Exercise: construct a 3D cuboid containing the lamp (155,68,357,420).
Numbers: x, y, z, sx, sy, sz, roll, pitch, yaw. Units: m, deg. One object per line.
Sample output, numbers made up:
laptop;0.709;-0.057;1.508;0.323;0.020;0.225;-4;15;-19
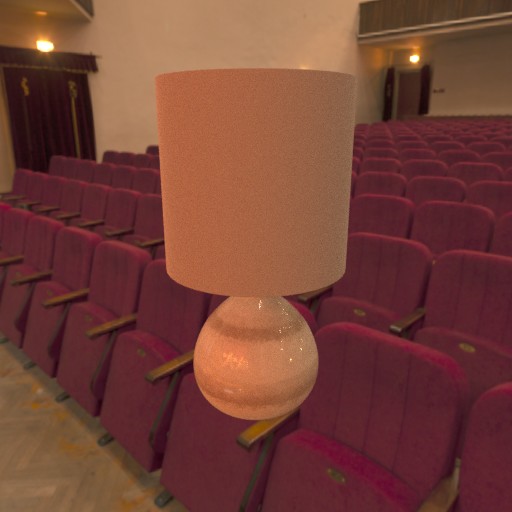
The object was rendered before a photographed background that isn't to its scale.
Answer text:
lamp;0.000;0.000;0.543;0.217;0.404;0.217;16;23;42
